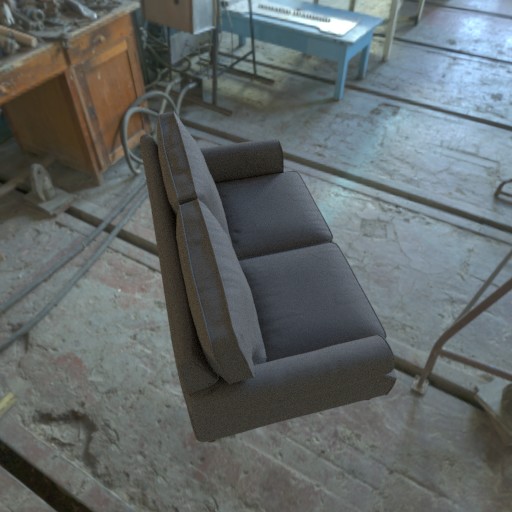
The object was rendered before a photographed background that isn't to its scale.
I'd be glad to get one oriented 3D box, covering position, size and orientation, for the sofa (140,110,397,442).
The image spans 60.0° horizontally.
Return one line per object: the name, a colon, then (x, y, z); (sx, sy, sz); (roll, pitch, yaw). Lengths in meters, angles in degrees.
sofa: (0.000, 0.000, 2.307); (0.964, 0.937, 1.665); (-11, 49, -10)
